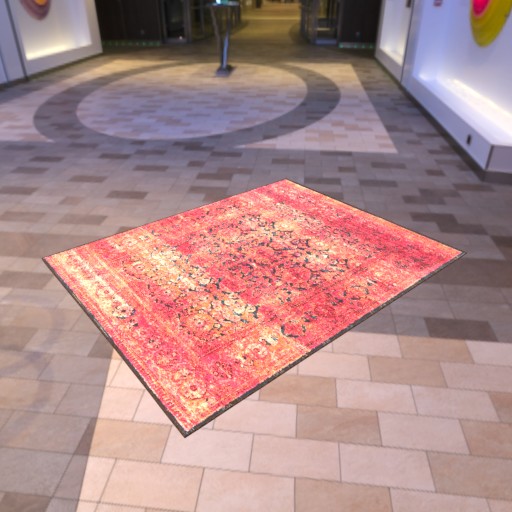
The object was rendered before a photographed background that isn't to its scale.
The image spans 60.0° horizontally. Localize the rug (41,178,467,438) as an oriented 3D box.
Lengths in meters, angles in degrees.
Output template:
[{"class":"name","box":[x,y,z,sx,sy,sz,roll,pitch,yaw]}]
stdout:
[{"class":"rug","box":[0.000,0.000,4.016,3.032,0.020,2.411,-24,38,-33]}]
